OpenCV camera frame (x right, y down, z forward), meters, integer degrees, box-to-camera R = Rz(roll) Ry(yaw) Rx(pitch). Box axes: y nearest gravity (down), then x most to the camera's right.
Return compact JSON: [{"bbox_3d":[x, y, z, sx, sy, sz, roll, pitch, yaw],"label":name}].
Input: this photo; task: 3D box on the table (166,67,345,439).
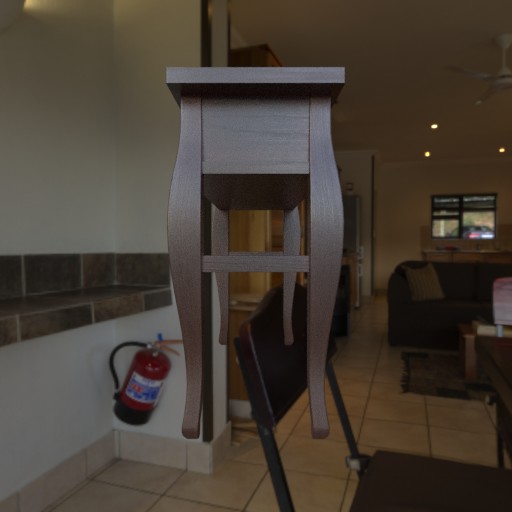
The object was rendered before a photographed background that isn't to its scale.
[{"bbox_3d":[0.000,0.000,1.416,0.373,0.768,1.062,0,1,0],"label":"table"}]
